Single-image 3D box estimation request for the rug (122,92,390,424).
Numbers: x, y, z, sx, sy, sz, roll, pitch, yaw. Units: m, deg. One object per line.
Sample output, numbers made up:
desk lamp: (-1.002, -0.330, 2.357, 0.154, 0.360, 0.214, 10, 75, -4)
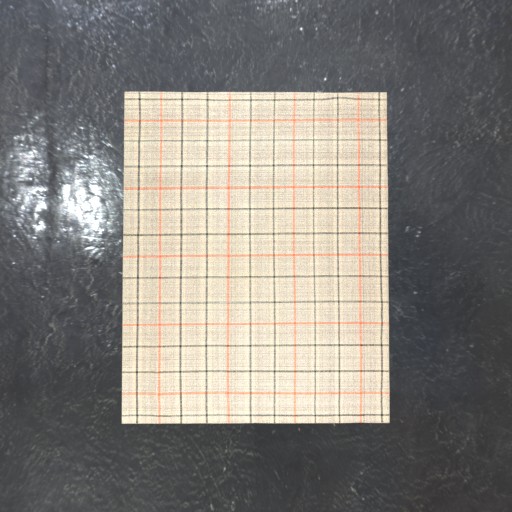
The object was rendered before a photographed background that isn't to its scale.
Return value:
rug: (0.000, 0.000, 4.078, 2.444, 0.012, 3.048, 0, 88, 0)
